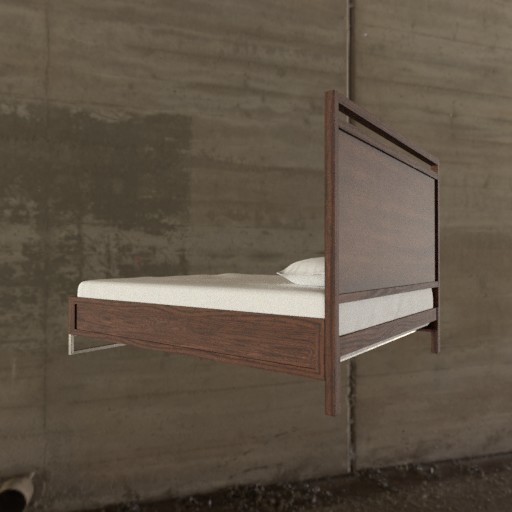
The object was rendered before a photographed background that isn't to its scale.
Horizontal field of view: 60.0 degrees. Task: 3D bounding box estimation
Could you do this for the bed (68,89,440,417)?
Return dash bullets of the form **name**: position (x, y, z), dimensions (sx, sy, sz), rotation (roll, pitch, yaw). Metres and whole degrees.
- **bed**: position (0.000, 0.000, 3.379), dimensions (2.218, 1.487, 1.765), rotation (0, -1, 37)
